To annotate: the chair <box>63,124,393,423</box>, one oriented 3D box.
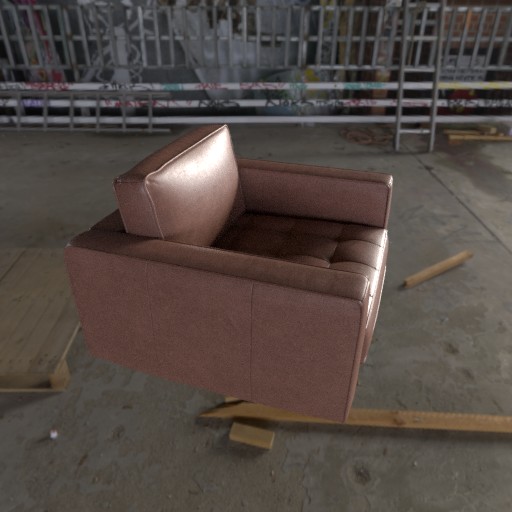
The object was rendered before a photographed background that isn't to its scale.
[{"bbox_3d":[0.000,0.000,1.594,0.900,0.770,0.920,10,33,16],"label":"chair"}]
